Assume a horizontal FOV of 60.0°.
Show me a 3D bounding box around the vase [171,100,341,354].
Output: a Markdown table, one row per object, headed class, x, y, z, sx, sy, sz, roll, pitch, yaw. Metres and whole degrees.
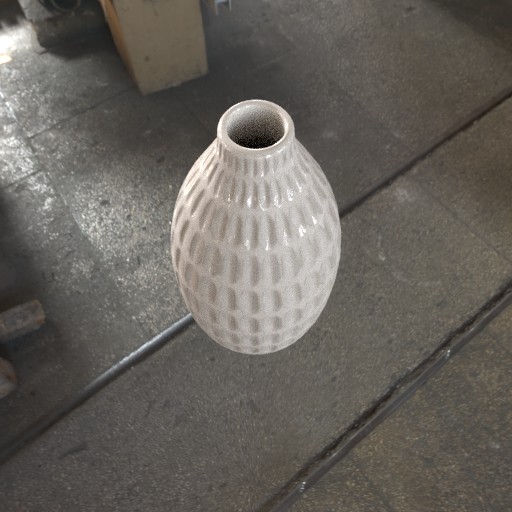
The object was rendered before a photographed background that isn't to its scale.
| class | x | y | z | sx | sy | sz | roll | pitch | yaw |
| --- | --- | --- | --- | --- | --- | --- | --- | --- | --- |
| vase | 0.000 | 0.000 | 0.345 | 0.127 | 0.282 | 0.127 | 0 | 62 | 0 |
